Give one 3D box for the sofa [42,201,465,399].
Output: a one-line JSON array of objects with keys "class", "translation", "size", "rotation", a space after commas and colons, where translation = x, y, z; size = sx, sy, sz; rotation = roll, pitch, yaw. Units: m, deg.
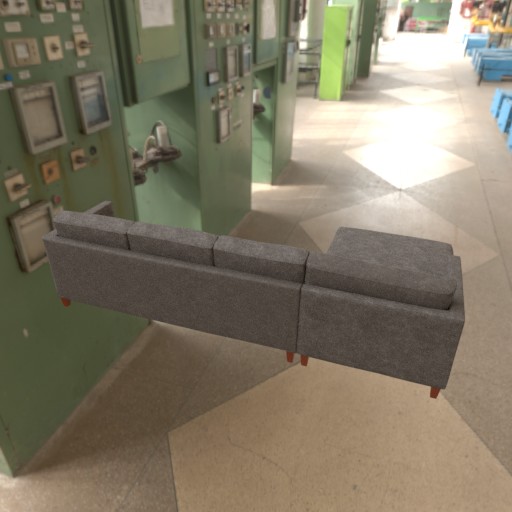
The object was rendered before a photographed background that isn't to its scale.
[{"class": "sofa", "translation": [0.000, 0.000, 4.139], "size": [3.471, 0.954, 1.606], "rotation": [10, 31, 17]}]
